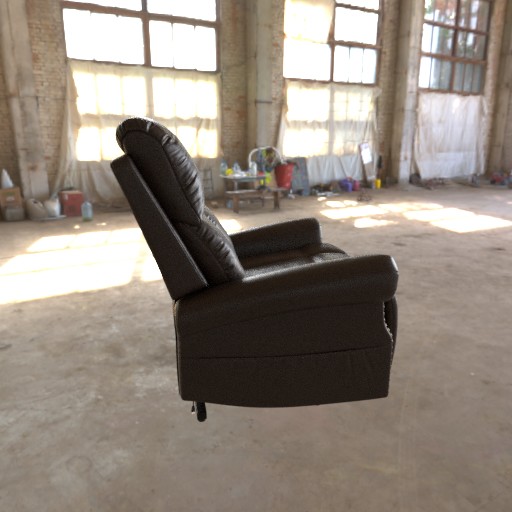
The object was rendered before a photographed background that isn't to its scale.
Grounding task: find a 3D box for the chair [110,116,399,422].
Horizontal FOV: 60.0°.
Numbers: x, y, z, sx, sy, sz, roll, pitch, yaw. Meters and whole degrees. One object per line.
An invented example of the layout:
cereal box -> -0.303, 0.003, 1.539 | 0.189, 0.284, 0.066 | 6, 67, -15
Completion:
chair -> 0.000, 0.000, 1.747 | 0.978, 1.028, 0.869 | -3, 15, -11
